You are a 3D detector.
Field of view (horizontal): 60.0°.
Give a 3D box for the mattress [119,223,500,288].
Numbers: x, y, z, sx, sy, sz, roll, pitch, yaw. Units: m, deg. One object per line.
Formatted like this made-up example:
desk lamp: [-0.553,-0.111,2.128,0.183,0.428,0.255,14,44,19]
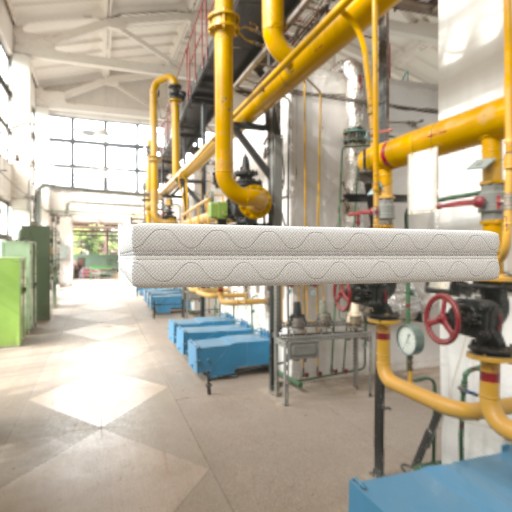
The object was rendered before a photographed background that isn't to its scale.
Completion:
mattress: [0.000,0.000,2.424,1.400,0.200,1.900,0,0,-18]
